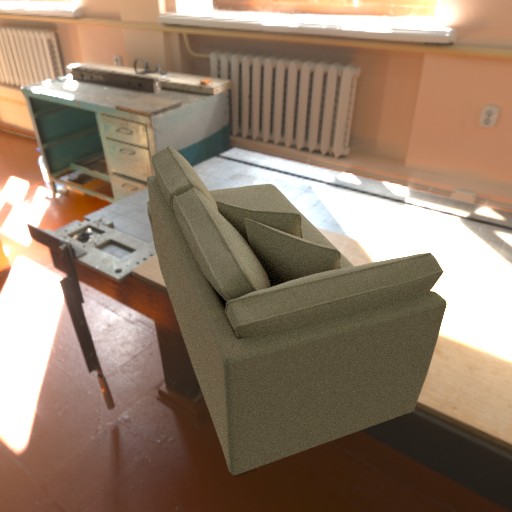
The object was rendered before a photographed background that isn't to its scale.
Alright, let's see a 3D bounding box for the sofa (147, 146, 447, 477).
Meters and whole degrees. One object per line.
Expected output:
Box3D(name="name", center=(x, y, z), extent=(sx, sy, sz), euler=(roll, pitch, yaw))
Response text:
Box3D(name="sofa", center=(0.000, 0.000, 2.879), extent=(1.110, 1.033, 2.237), euler=(-11, 34, -17))
